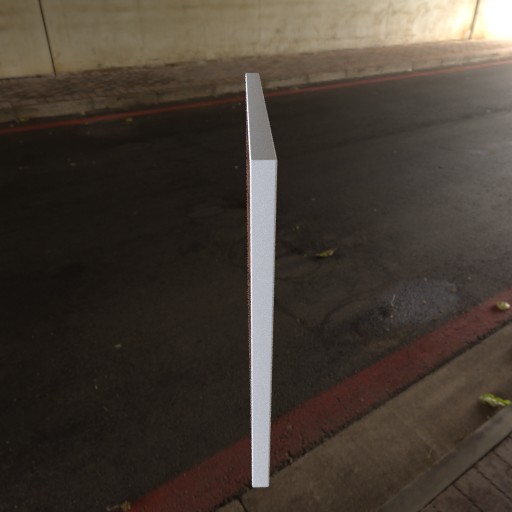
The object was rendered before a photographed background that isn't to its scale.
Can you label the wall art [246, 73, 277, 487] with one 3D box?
[{"bbox_3d":[0.000,0.000,1.499,0.049,1.009,1.009,-1,31,-1],"label":"wall art"}]
